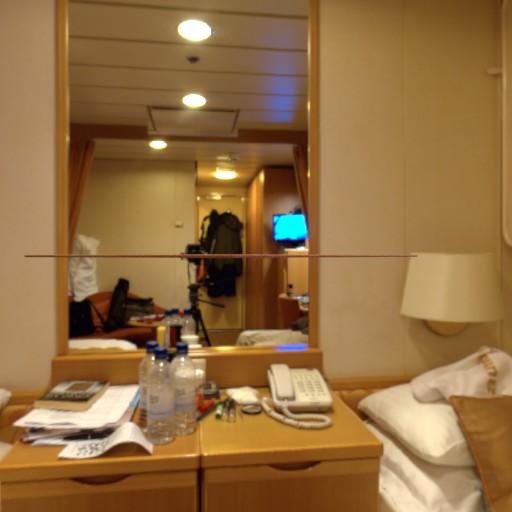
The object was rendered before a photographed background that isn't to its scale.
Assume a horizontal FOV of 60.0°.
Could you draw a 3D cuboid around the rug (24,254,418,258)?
[{"bbox_3d":[0.000,0.000,3.083,1.524,0.014,2.438,0,0,35],"label":"rug"}]
